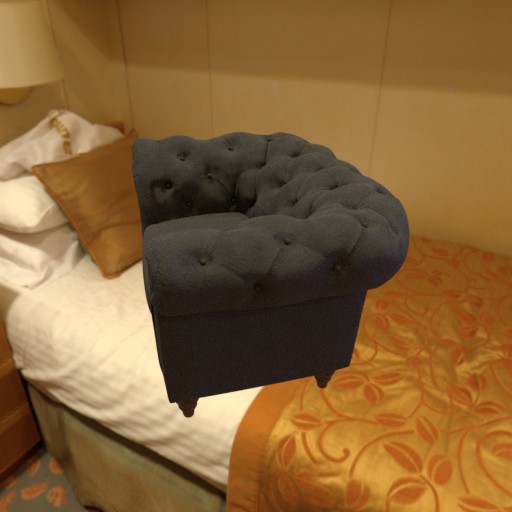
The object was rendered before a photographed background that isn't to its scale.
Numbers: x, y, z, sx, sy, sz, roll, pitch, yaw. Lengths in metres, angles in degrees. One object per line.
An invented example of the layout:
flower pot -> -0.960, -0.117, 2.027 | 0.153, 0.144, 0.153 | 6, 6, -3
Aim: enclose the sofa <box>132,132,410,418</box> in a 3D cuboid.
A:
sofa -> 0.000, 0.000, 2.060 | 1.032, 0.878, 1.405 | -8, 30, -14
